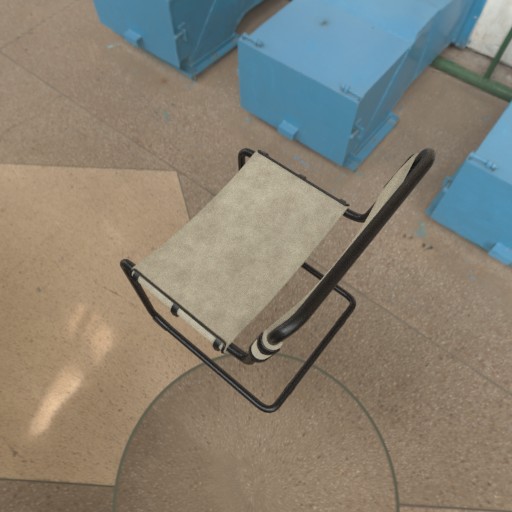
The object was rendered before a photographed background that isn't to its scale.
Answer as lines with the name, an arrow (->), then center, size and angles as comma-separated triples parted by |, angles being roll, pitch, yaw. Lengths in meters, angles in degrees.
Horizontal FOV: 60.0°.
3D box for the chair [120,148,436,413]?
chair -> 0.000, 0.000, 1.107 | 0.497, 0.747, 0.499 | 36, 68, 17
